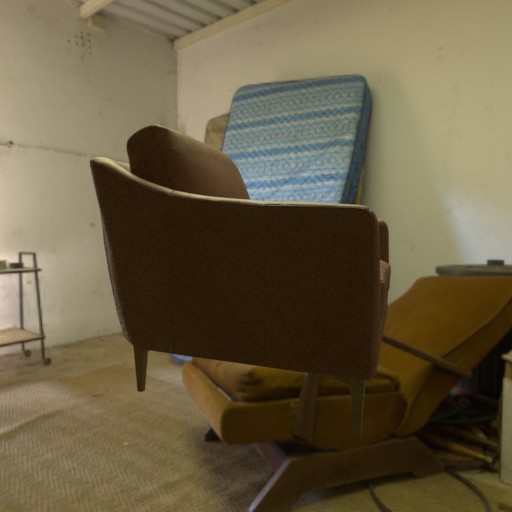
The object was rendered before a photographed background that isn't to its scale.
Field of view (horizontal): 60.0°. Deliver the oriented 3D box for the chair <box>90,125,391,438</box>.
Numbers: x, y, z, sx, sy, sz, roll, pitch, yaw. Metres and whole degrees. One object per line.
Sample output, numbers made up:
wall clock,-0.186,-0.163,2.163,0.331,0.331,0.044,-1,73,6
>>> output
chair,0.000,0.000,1.674,0.963,0.895,0.988,1,3,18
